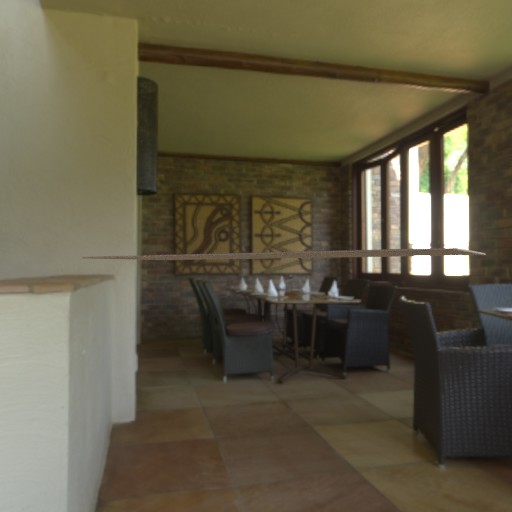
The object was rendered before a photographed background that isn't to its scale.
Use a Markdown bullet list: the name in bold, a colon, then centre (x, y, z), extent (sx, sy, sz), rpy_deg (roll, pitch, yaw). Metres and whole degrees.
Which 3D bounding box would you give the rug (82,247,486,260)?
- **rug**: centre (0.000, 0.000, 2.719), extent (2.430, 0.012, 0.767), rpy_deg (-1, -2, 35)
